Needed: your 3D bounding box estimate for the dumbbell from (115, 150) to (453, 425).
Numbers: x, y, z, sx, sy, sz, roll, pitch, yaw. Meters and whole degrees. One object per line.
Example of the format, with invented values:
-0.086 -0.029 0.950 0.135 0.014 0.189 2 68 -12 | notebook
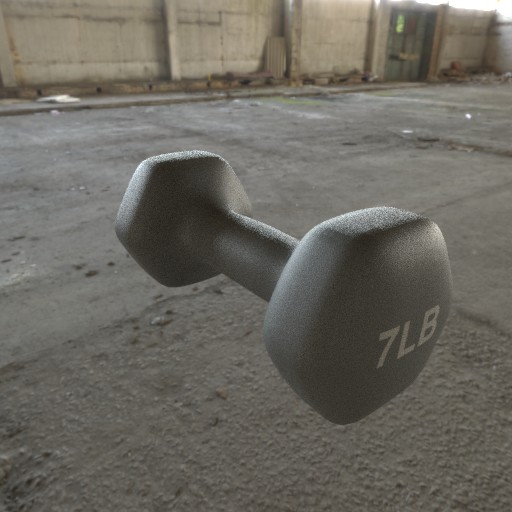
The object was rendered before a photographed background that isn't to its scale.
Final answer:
0.000 0.000 0.228 0.090 0.081 0.184 -17 30 -33 | dumbbell
